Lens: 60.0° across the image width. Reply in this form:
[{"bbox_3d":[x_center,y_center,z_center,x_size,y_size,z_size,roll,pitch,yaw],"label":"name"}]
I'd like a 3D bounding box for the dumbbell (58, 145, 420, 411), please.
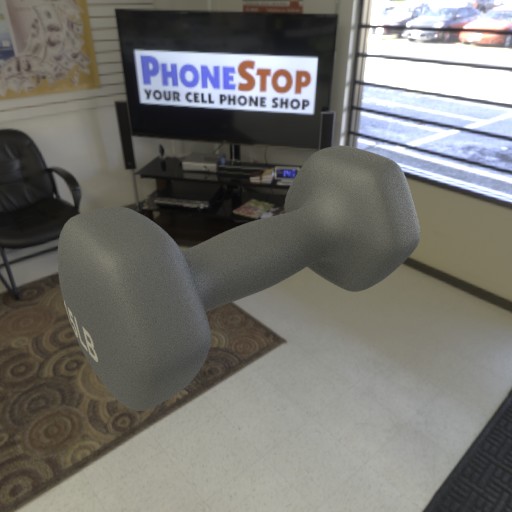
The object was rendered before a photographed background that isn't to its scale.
[{"bbox_3d":[0.000,0.000,0.297,0.240,0.105,0.116,-22,37,-32],"label":"dumbbell"}]
